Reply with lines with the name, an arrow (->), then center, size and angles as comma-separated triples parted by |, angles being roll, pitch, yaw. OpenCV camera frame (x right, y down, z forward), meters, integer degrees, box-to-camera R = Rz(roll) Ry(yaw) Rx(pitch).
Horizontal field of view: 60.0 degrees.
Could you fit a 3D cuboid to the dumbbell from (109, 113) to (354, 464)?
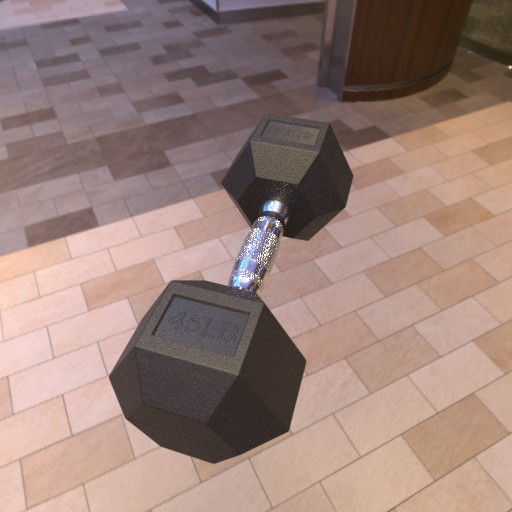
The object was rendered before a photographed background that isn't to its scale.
dumbbell -> 0.000, 0.000, 0.422 | 0.141, 0.123, 0.356 | 13, 48, 11
